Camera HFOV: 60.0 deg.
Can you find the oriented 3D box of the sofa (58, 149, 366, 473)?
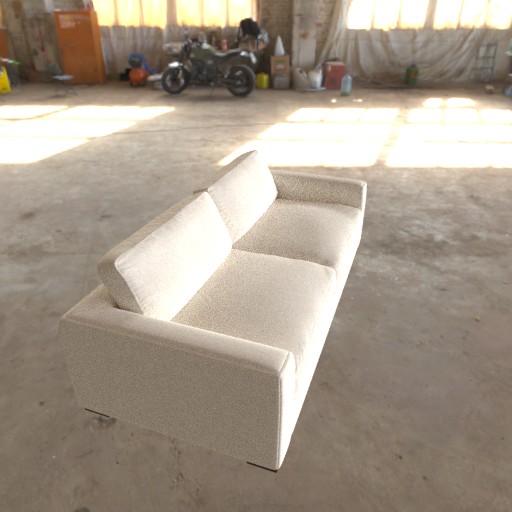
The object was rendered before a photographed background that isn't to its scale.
[{"bbox_3d":[0.000,0.000,2.755,1.070,0.801,2.262,10,31,17],"label":"sofa"}]
